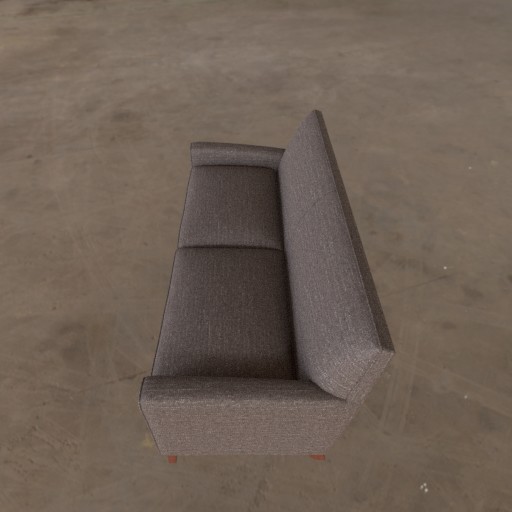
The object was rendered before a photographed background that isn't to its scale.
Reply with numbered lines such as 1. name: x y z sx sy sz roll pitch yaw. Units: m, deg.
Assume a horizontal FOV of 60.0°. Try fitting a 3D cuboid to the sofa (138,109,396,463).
1. sofa: 0.000 0.000 2.402 0.875 0.846 1.976 -1 41 -1
